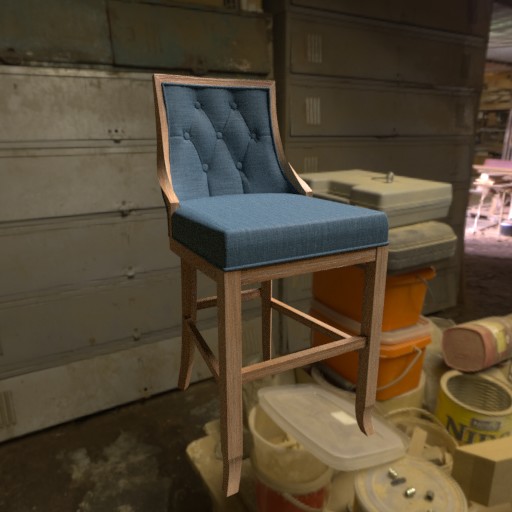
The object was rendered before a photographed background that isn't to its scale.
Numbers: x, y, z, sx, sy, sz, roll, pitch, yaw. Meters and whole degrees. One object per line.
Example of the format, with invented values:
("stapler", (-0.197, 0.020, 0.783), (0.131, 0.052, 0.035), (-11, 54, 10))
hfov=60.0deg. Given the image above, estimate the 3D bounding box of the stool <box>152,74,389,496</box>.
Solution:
("stool", (0.000, 0.000, 1.404), (0.524, 1.101, 0.626), (-9, 18, -28))
